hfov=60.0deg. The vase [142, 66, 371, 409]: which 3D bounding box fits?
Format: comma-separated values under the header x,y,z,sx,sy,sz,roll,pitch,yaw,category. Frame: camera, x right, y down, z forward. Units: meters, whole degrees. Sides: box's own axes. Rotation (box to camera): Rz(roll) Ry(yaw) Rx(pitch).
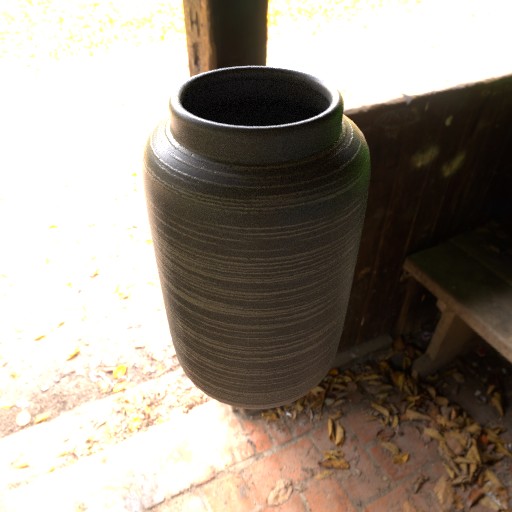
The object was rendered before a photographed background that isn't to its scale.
x,y,z,sx,sy,sz,roll,pitch,yaw,category
0.000,0.000,0.676,0.297,0.499,0.297,0,40,0,vase
